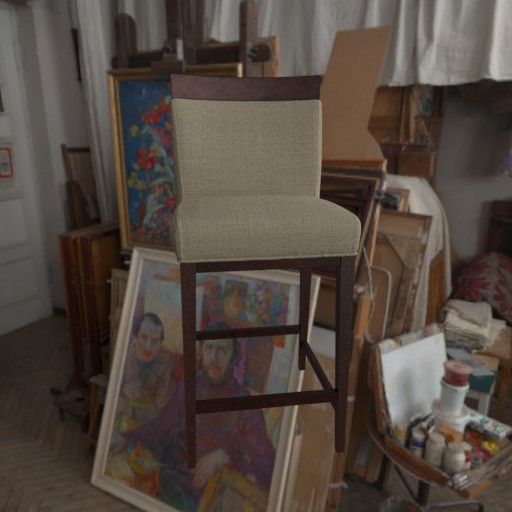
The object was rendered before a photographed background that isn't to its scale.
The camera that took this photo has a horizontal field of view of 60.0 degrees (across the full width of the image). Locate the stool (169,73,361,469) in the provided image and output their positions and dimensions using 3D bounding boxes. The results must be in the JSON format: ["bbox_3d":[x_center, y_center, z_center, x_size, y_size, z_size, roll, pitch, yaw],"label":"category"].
[{"bbox_3d":[0.000,0.000,1.275,0.463,1.011,0.480,-2,17,-8],"label":"stool"}]
